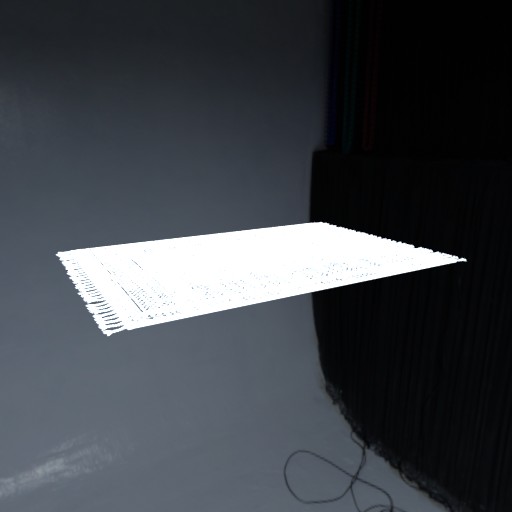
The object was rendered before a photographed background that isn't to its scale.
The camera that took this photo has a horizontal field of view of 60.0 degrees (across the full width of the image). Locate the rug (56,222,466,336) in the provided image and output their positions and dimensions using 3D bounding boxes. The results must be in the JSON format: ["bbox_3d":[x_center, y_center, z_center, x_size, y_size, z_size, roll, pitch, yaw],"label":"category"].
[{"bbox_3d":[0.000,0.000,2.396,1.872,0.013,1.243,-8,17,-29],"label":"rug"}]
